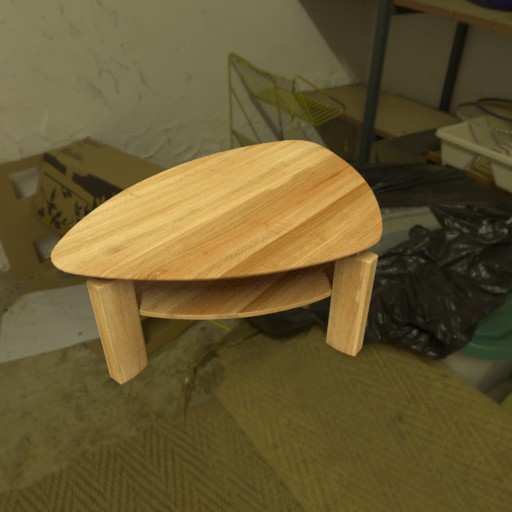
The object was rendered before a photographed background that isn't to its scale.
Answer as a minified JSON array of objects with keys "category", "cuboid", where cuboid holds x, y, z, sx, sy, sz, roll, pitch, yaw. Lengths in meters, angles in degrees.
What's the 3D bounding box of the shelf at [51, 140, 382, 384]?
[{"category":"shelf","cuboid":[0.000,0.000,1.588,0.863,0.439,1.240,22,39,31]}]
